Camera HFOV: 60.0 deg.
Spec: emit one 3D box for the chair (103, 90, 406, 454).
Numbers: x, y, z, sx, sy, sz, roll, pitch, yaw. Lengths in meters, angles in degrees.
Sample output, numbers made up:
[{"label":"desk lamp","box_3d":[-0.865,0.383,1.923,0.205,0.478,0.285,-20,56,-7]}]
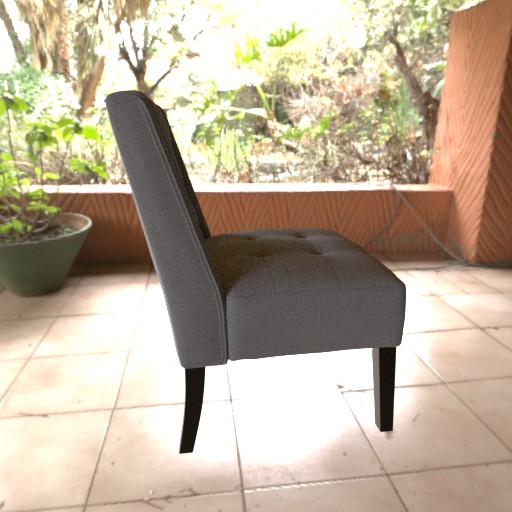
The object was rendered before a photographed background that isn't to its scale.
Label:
[{"label":"chair","box_3d":[0.000,0.000,1.263,0.676,0.853,0.569,-2,16,-8]}]
